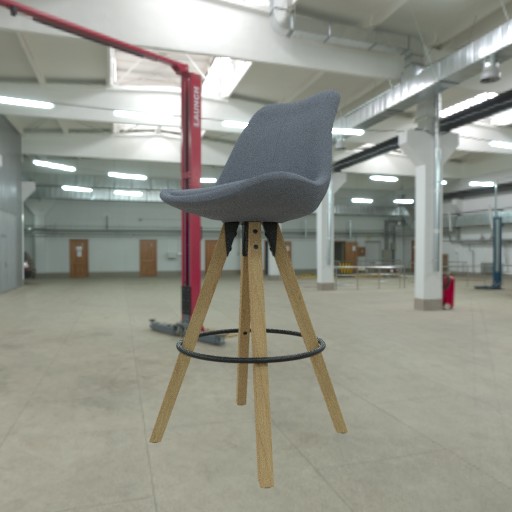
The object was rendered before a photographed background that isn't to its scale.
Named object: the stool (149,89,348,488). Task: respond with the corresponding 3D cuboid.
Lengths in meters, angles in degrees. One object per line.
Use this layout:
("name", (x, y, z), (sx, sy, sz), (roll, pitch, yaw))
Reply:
("stool", (0.000, 0.000, 1.383), (0.485, 1.115, 0.550), (1, 1, 38))
